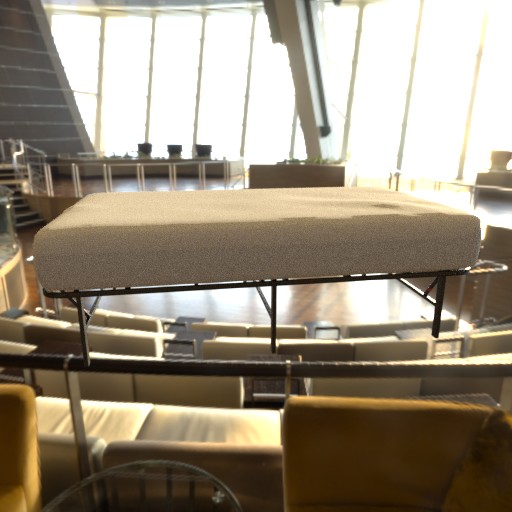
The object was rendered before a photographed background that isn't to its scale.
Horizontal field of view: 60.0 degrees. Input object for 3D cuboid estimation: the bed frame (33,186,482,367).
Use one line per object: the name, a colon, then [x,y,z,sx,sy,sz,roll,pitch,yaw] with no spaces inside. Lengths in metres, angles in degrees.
bed frame: [0.000,0.000,2.357,1.908,0.640,1.025,-3,17,-9]
